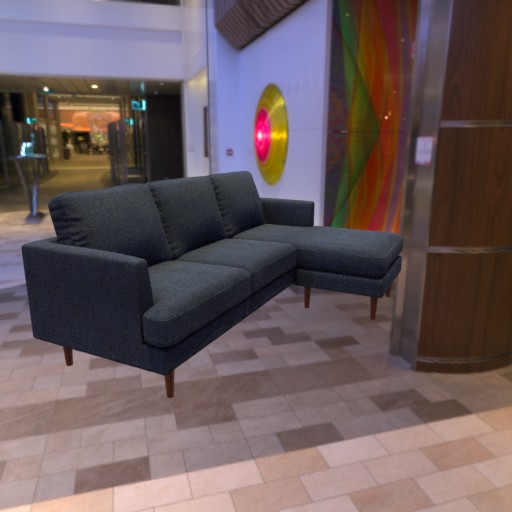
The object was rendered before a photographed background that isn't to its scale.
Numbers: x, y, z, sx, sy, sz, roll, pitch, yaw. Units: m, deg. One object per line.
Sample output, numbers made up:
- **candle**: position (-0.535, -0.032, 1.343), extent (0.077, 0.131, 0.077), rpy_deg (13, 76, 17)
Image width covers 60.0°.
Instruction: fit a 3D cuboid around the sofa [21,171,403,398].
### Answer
- **sofa**: position (0.000, 0.000, 2.869), extent (1.504, 0.956, 2.233), rpy_deg (7, 16, 26)
